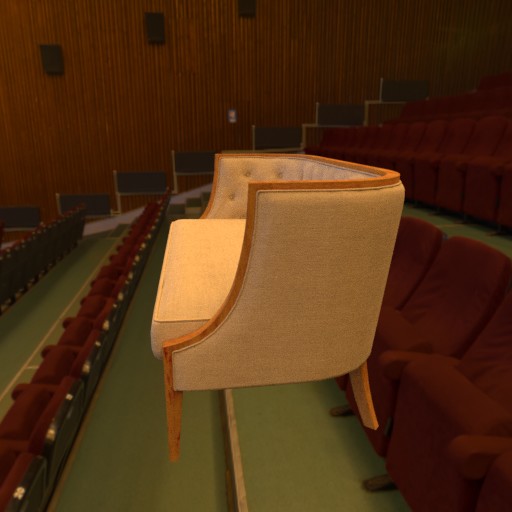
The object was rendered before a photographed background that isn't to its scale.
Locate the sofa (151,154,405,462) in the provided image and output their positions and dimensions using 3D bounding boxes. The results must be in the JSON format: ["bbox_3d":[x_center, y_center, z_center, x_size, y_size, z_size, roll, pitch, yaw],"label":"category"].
[{"bbox_3d":[0.000,0.000,1.873,0.770,0.775,1.474,-2,16,-8],"label":"sofa"}]
